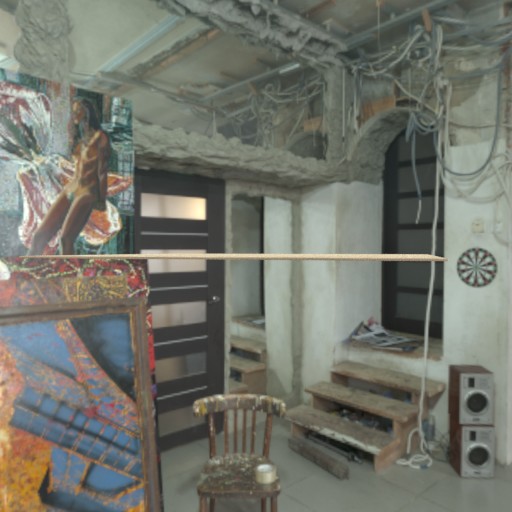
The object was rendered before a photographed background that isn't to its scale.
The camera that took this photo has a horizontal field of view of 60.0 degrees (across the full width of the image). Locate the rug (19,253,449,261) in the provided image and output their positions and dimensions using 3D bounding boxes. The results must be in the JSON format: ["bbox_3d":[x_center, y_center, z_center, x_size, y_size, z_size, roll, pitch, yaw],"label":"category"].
[{"bbox_3d":[0.000,0.000,3.853,2.895,0.018,2.288,0,1,19],"label":"rug"}]
